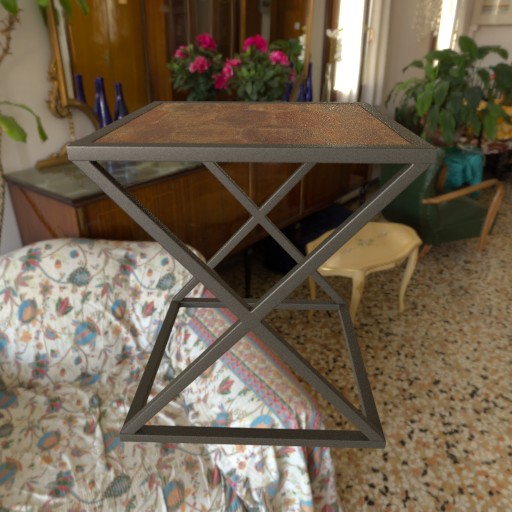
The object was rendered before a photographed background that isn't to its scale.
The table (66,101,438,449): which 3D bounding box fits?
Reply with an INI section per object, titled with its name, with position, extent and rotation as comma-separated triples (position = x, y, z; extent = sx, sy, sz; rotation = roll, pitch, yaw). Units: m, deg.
[table]
position = 0.000, 0.000, 0.940
extent = 0.500, 0.565, 0.500
rotation = 1, 26, 2
